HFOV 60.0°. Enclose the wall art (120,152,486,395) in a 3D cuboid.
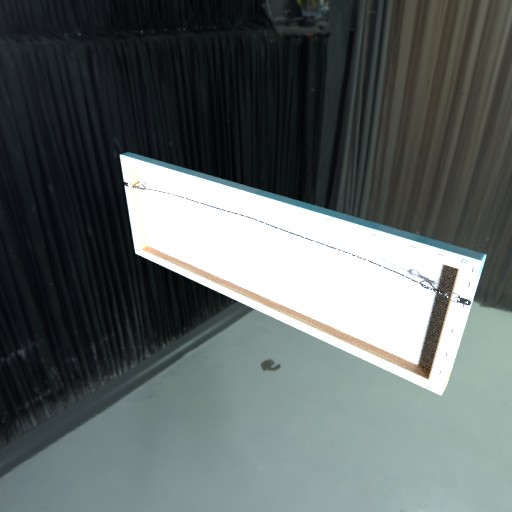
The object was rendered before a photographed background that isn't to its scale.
[{"bbox_3d":[0.000,0.000,0.848,0.759,0.254,0.044,21,36,32],"label":"wall art"}]
